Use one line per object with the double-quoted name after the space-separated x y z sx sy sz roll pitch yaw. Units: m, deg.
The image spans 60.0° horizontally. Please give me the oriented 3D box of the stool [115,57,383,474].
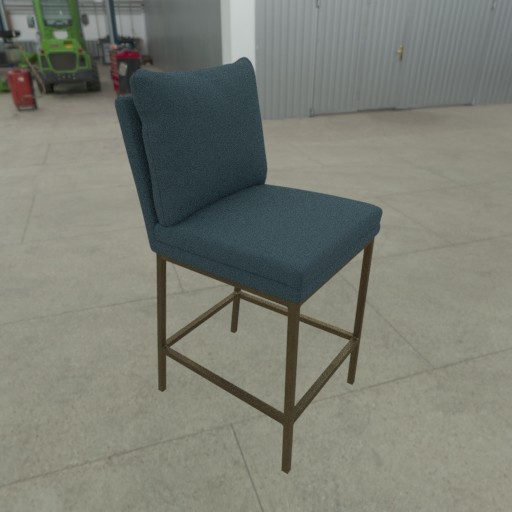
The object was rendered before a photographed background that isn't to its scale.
0.000 0.000 1.301 0.568 1.032 0.463 19 33 31 "stool"
